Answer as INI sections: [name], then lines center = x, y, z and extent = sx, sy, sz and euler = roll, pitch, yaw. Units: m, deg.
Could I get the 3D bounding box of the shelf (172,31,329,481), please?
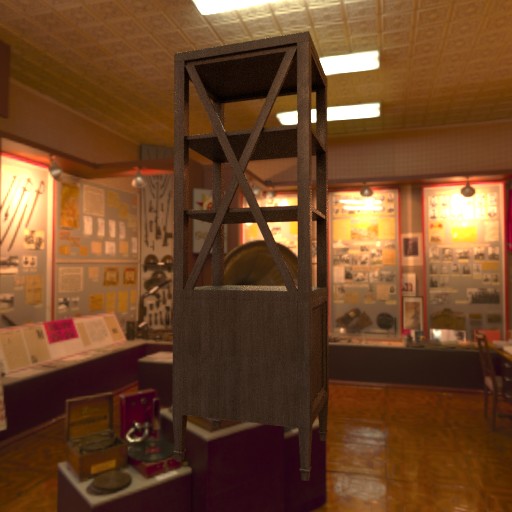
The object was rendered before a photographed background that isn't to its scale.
[shelf]
center = 0.000, 0.000, 2.008
extent = 0.584, 1.727, 0.472
euler = -1, -2, 18
